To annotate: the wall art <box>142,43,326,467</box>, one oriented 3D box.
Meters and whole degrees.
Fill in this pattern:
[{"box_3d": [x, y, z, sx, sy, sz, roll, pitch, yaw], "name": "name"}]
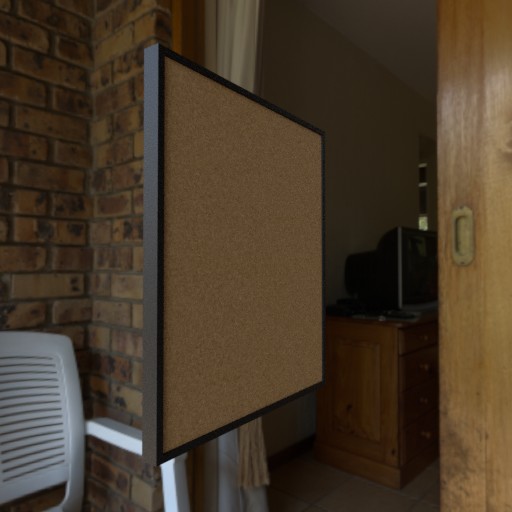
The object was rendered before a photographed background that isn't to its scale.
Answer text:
[{"box_3d": [0.000, 0.000, 0.538, 0.019, 0.381, 0.330, -1, -1, 36], "name": "wall art"}]
